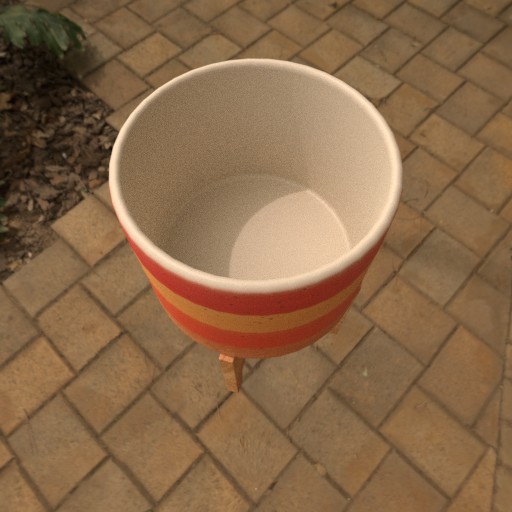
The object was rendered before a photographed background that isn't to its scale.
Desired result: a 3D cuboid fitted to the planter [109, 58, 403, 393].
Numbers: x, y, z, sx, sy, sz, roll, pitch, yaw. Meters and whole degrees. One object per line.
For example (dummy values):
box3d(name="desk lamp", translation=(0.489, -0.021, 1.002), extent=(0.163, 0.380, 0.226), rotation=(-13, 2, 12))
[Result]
box3d(name="planter", translation=(0.000, 0.000, 0.554), extent=(0.269, 0.379, 0.269), rotation=(0, 62, 0))
